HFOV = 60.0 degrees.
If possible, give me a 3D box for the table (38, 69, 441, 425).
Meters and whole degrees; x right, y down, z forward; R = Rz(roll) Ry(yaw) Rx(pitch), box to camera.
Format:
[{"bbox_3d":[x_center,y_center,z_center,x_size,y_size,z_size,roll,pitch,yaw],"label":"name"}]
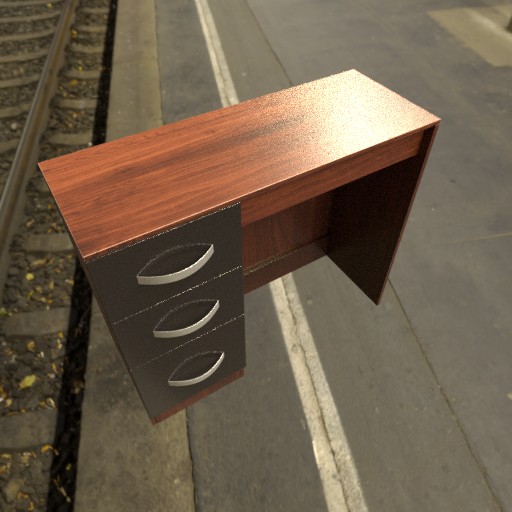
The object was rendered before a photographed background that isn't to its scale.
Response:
[{"bbox_3d":[0.000,0.000,1.349,0.930,0.790,0.380,-24,51,-21],"label":"table"}]
